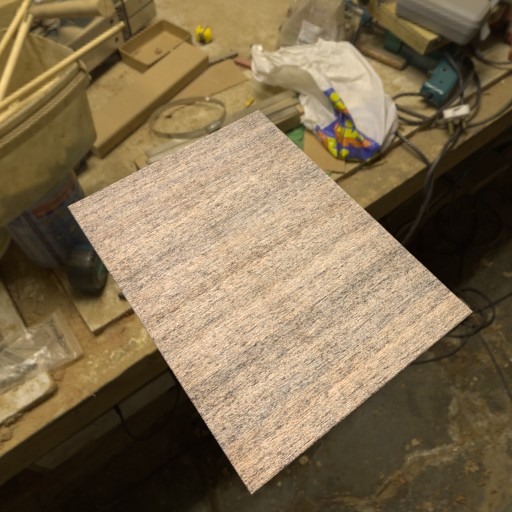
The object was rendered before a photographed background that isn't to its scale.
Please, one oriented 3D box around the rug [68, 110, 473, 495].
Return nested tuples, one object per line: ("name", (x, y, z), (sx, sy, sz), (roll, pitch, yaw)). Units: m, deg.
("rug", (0.000, 0.000, 4.214), (2.414, 0.036, 3.199), (-32, 65, -17))
